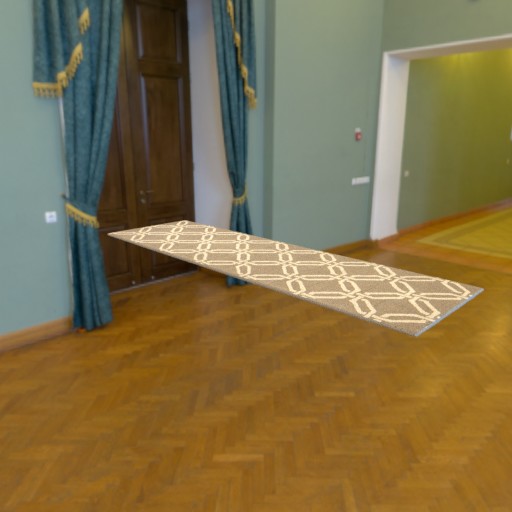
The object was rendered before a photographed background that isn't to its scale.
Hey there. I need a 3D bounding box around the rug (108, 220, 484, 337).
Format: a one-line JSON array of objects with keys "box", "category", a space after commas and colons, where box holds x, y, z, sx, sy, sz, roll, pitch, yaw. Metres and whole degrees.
[{"box": [0.000, 0.000, 2.571, 2.276, 0.014, 0.678, 15, 22, 43], "category": "rug"}]
